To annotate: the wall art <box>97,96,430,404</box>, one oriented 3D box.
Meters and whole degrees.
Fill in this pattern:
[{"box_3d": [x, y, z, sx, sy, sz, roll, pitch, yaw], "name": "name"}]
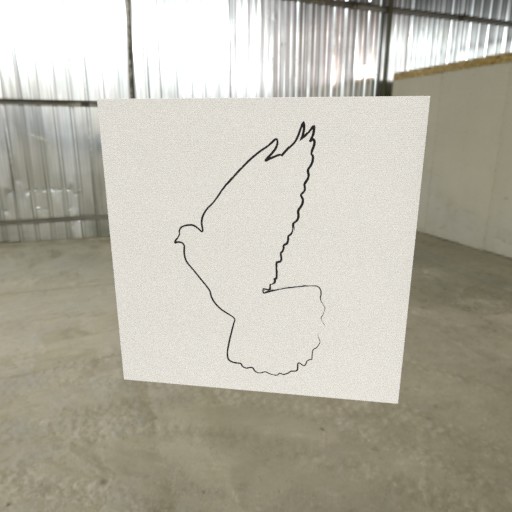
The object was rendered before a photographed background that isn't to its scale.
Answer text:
[{"box_3d": [0.000, 0.000, 0.907, 0.610, 0.610, 0.038, 3, 17, 8], "name": "wall art"}]
